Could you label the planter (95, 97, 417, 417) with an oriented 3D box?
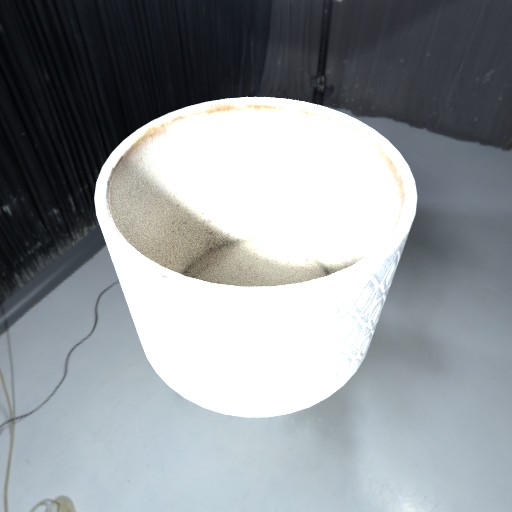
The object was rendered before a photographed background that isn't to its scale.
[{"bbox_3d":[0.000,0.000,0.315,0.186,0.144,0.186,0,47,0],"label":"planter"}]
